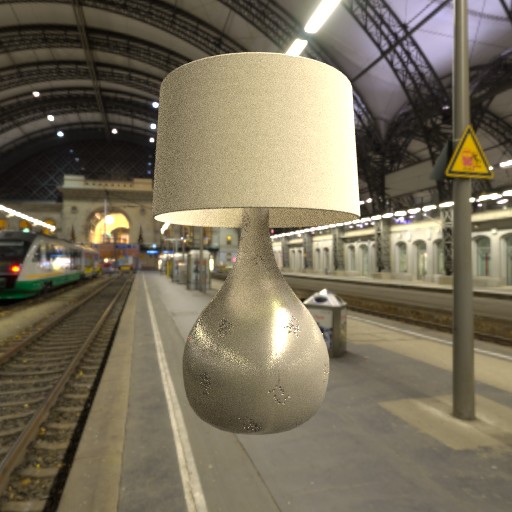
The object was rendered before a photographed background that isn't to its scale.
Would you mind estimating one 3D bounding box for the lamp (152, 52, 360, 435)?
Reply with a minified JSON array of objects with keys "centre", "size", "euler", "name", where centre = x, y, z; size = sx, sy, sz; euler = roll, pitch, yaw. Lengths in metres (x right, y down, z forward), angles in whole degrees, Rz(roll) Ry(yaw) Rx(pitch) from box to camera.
[{"centre":[0.000,0.000,0.720],"size":[0.330,0.521,0.330],"euler":[0,-1,0],"name":"lamp"}]
